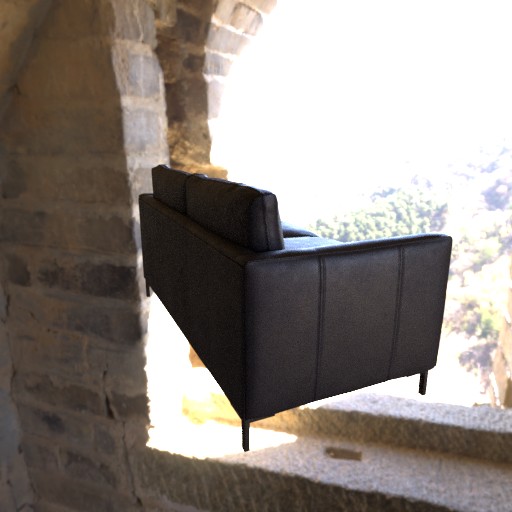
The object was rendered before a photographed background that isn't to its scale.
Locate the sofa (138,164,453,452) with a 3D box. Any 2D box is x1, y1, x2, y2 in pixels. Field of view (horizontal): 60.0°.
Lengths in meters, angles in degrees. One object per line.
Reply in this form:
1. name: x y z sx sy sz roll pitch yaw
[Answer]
1. sofa: 0.000 0.000 2.320 0.947 0.883 1.805 -7 17 -26
